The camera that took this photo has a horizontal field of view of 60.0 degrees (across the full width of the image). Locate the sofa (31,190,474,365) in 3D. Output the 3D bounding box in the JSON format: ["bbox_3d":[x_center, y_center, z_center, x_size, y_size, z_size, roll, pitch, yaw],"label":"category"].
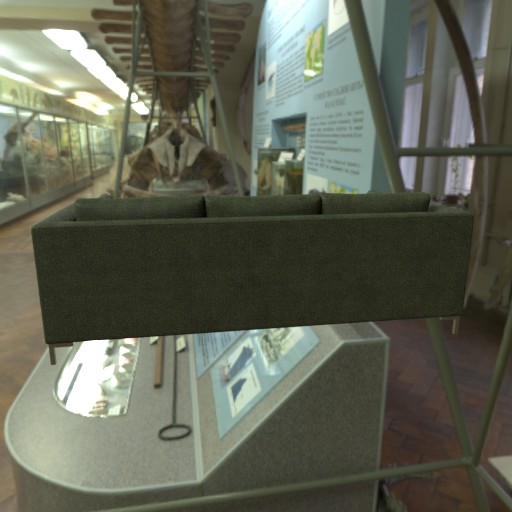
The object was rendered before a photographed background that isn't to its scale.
[{"bbox_3d":[0.000,0.000,2.907,2.415,0.867,0.969,-2,14,-9],"label":"sofa"}]
